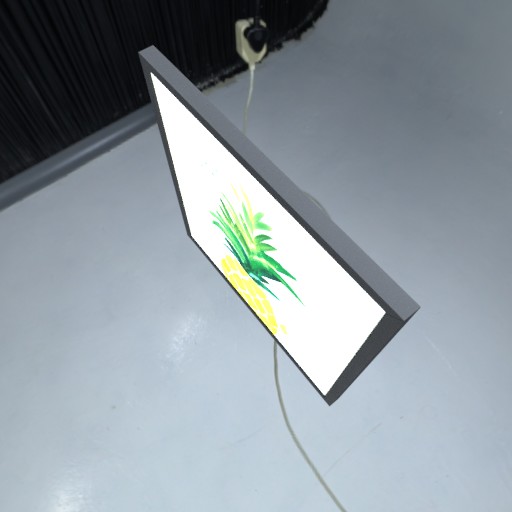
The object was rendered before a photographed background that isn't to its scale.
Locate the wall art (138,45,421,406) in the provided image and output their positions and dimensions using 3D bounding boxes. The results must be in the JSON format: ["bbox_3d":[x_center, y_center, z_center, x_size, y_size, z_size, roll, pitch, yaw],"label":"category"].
[{"bbox_3d":[0.000,0.000,1.142,0.037,0.760,0.762,-35,67,-17],"label":"wall art"}]
